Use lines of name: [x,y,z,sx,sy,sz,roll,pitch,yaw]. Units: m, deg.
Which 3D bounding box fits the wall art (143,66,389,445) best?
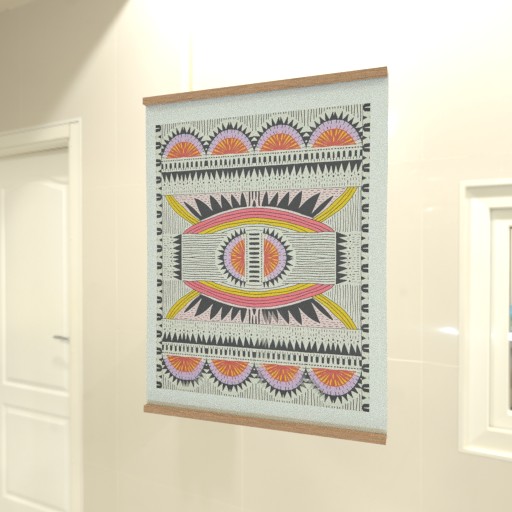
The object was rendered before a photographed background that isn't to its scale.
wall art: [0.000,0.000,0.799,0.456,0.609,0.028,0,1,19]
